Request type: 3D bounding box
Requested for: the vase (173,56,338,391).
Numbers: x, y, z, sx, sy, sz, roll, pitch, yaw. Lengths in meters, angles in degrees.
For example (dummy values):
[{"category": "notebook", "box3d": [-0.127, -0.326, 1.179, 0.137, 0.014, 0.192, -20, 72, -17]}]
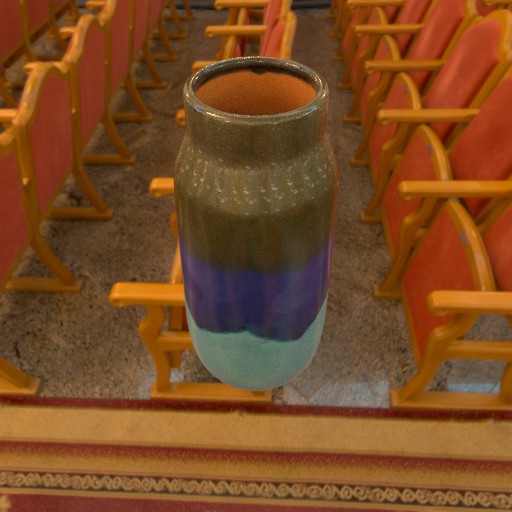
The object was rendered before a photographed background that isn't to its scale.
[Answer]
[{"category": "vase", "box3d": [0.000, 0.000, 0.392, 0.139, 0.313, 0.139, 0, 46, 0]}]
